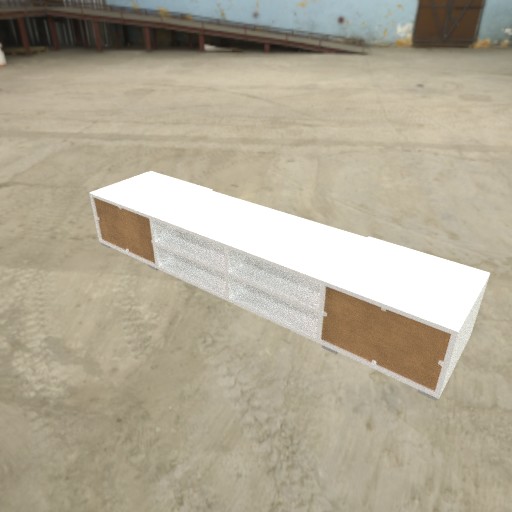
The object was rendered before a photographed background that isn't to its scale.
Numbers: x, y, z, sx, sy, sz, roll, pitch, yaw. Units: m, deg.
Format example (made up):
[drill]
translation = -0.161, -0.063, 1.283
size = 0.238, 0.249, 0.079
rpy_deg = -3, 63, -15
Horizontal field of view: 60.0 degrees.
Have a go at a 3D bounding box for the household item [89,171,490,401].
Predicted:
[household item]
translation = 0.000, 0.000, 2.047
size = 1.850, 0.310, 0.420
rpy_deg = 21, 36, 31
